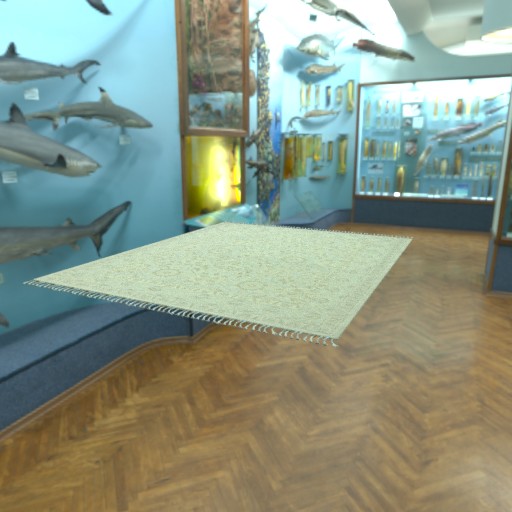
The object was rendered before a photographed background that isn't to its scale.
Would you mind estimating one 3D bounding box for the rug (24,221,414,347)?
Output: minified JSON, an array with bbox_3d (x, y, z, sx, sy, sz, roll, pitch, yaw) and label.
[{"bbox_3d":[0.000,0.000,4.100,2.444,0.013,3.043,7,16,26],"label":"rug"}]
